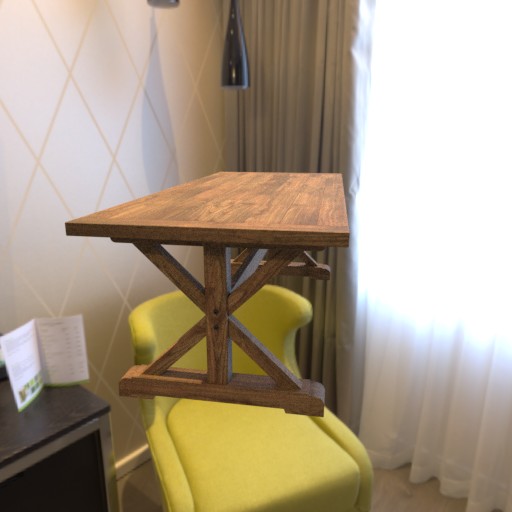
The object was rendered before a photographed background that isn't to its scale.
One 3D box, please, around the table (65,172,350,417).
[{"bbox_3d":[0.000,0.000,2.424,0.907,0.733,2.031,3,16,10],"label":"table"}]
